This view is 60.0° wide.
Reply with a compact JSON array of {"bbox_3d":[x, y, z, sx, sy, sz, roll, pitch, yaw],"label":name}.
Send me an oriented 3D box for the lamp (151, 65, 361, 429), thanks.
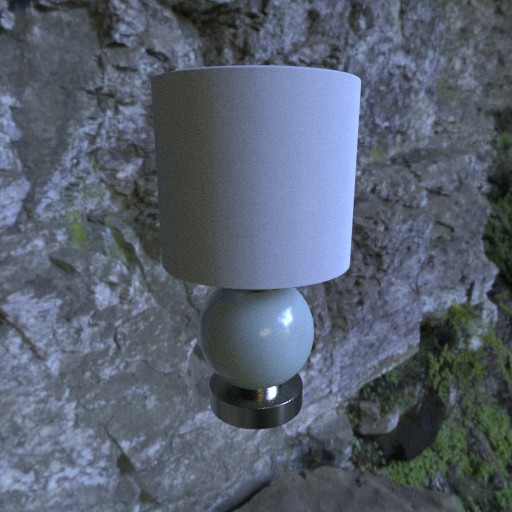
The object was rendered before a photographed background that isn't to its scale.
[{"bbox_3d":[0.000,0.000,0.479,0.201,0.353,0.201,-14,20,-43],"label":"lamp"}]
